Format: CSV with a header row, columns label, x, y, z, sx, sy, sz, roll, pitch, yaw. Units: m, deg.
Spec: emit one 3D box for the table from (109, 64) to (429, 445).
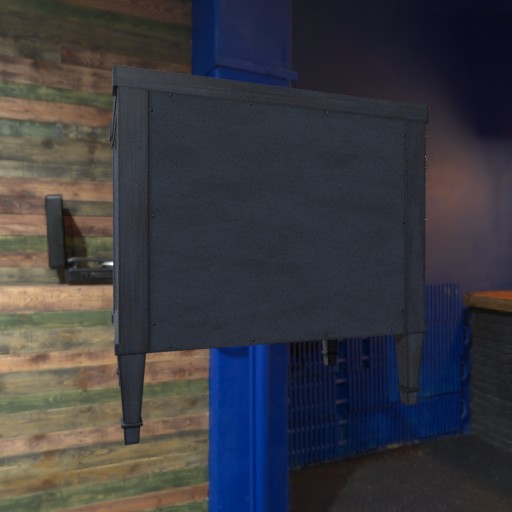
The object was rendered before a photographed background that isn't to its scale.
label,x,y,z,sx,sy,sz,roll,pitch,yaw
table,0.000,0.000,1.062,0.660,0.660,0.413,0,1,-19
